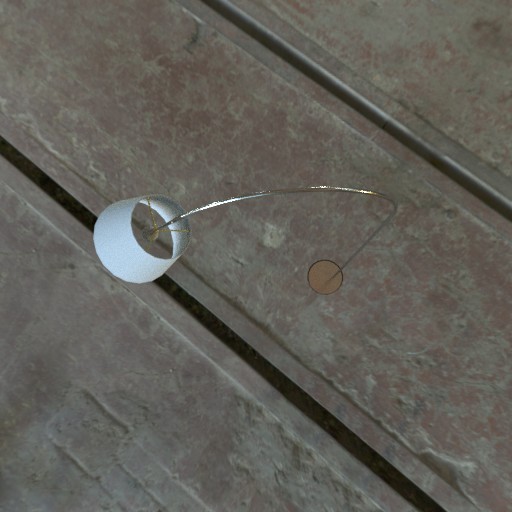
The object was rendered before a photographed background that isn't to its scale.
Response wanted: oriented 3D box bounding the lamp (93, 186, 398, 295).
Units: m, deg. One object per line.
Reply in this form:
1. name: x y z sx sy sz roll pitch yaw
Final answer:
1. lamp: 0.000 0.000 2.662 1.445 2.098 0.406 -6 77 -1
